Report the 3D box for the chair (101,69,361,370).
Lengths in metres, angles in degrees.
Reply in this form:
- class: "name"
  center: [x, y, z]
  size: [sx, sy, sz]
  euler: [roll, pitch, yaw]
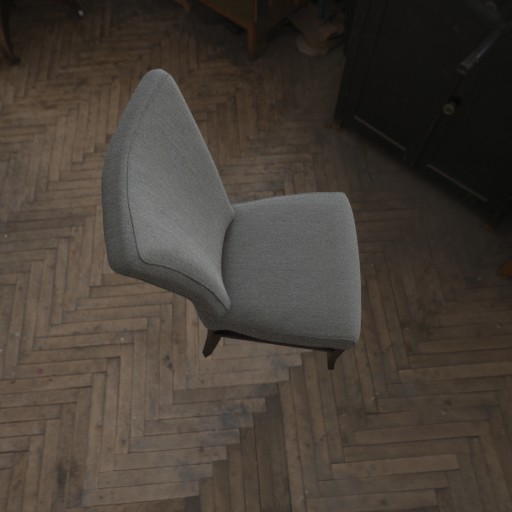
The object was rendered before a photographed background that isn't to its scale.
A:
- class: "chair"
  center: [0.000, 0.000, 1.368]
  size: [0.660, 0.991, 0.520]
  euler: [1, 65, 1]
